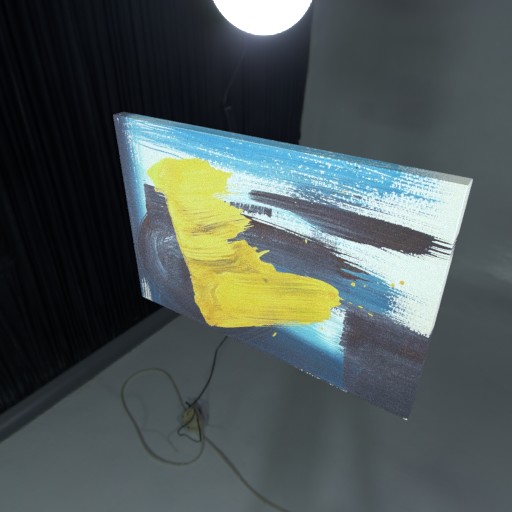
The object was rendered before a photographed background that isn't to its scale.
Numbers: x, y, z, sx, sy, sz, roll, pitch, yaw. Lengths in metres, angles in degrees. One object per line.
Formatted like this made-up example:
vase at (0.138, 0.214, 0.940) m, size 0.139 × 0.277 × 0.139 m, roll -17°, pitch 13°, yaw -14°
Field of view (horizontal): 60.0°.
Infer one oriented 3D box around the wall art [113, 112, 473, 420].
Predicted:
wall art at (0.000, 0.000, 1.157) m, size 0.914 × 0.610 × 0.039 m, roll 19°, pitch 36°, yaw 29°
